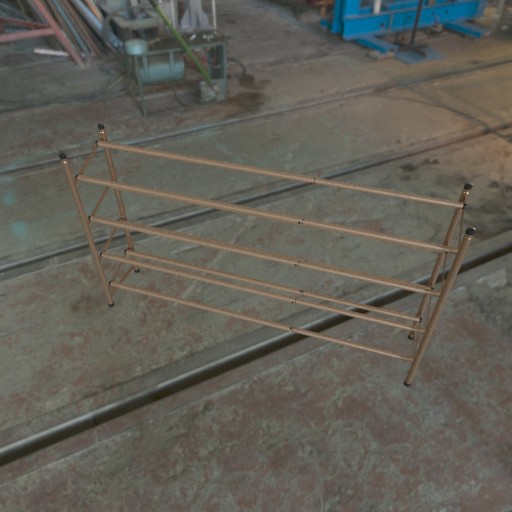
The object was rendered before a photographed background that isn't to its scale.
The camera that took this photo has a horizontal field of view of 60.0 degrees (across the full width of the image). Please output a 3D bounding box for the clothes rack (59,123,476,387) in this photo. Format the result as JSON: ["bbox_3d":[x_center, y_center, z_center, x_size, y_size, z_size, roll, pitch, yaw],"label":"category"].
[{"bbox_3d":[0.000,0.000,1.482,1.168,0.672,0.229,12,43,13],"label":"clothes rack"}]
